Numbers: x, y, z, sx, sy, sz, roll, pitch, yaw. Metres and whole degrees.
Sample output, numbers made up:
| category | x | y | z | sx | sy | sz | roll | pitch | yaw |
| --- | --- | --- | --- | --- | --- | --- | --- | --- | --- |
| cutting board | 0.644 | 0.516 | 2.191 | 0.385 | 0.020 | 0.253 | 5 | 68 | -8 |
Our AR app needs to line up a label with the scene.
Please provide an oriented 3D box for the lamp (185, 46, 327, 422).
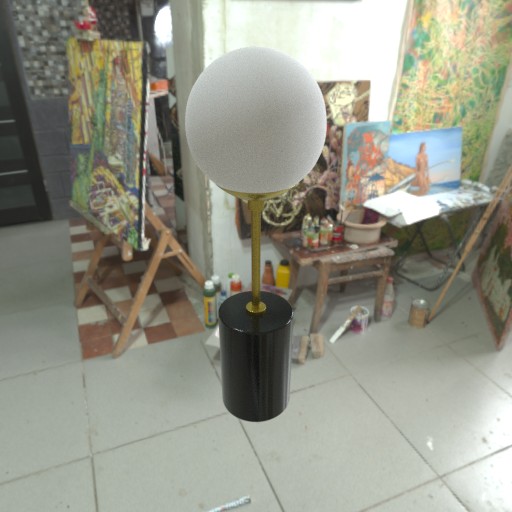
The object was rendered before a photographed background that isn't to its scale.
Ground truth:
| category | x | y | z | sx | sy | sz | roll | pitch | yaw |
| --- | --- | --- | --- | --- | --- | --- | --- | --- | --- |
| lamp | 0.000 | 0.000 | 0.561 | 0.153 | 0.480 | 0.153 | 0 | 28 | 0 |
